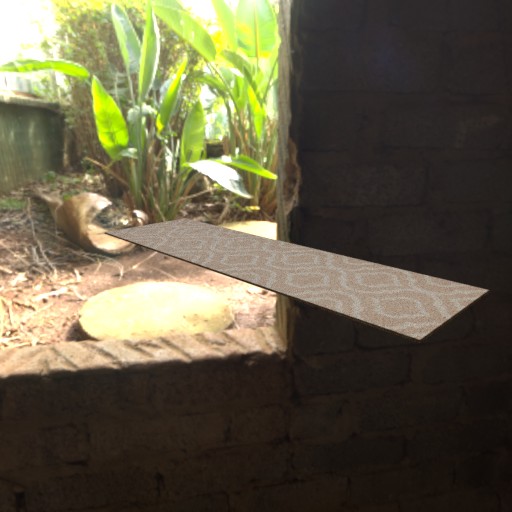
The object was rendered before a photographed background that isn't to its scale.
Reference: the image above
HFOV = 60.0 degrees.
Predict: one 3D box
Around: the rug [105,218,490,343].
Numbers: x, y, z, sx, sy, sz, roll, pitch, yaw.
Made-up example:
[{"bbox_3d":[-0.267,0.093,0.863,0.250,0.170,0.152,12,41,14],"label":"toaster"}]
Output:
[{"bbox_3d":[0.000,0.000,2.537,2.289,0.013,0.691,16,23,43],"label":"rug"}]
